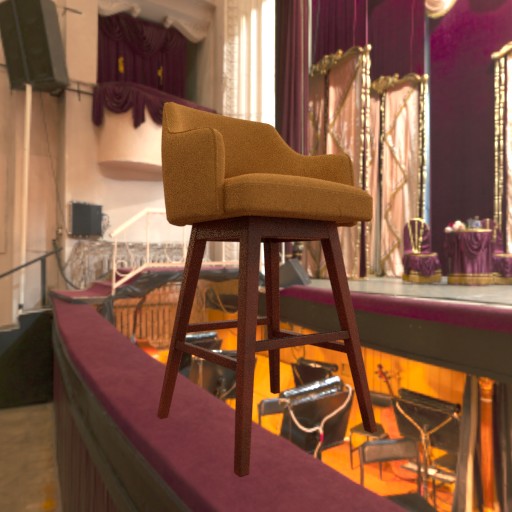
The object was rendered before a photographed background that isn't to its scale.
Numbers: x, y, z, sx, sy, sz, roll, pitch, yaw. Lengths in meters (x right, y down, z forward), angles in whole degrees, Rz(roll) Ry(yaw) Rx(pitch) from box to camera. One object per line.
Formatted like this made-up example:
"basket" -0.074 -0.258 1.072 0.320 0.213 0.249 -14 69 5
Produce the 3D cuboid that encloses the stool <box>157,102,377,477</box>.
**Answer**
"stool" 0.000 0.000 1.366 0.548 1.012 0.558 0 -1 -35
